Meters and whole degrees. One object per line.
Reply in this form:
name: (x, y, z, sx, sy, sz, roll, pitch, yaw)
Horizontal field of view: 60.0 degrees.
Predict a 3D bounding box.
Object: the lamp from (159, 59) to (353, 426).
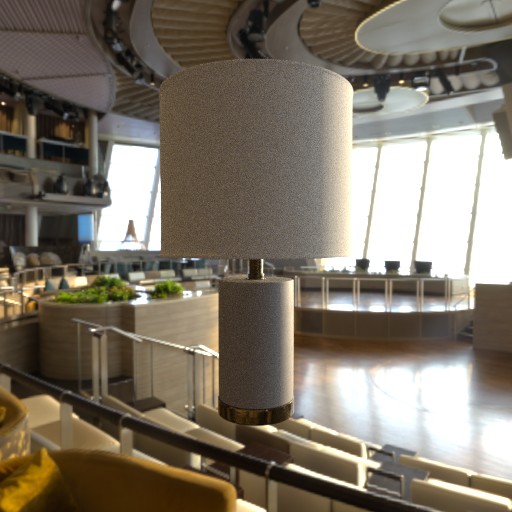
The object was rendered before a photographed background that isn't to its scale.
lamp: (0.000, 0.000, 0.539, 0.229, 0.380, 0.229, 0, 2, 0)
